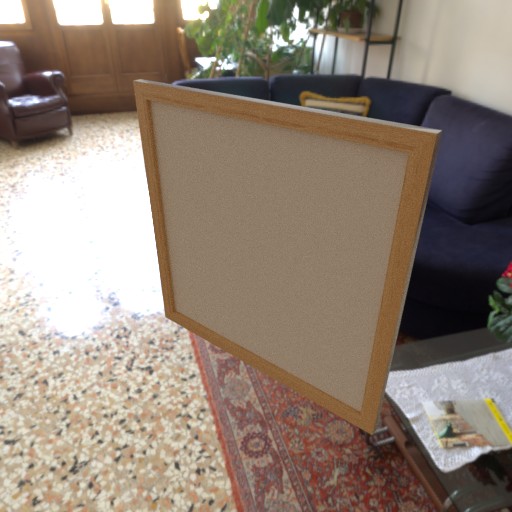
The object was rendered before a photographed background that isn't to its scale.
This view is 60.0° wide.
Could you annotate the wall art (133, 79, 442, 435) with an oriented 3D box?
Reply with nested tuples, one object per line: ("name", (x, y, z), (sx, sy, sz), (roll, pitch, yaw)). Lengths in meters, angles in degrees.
("wall art", (0.000, 0.000, 1.124), (0.762, 0.762, 0.027), (22, 38, 31))
